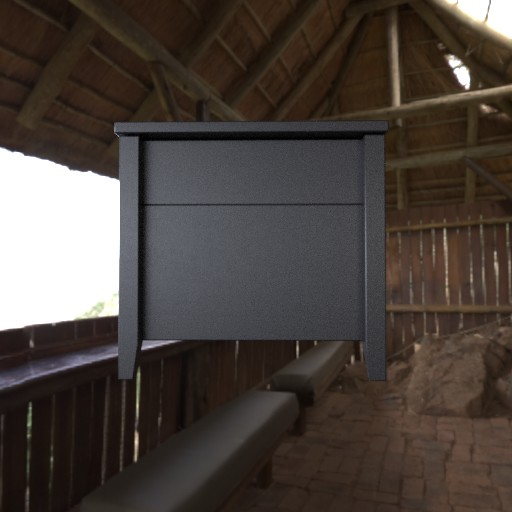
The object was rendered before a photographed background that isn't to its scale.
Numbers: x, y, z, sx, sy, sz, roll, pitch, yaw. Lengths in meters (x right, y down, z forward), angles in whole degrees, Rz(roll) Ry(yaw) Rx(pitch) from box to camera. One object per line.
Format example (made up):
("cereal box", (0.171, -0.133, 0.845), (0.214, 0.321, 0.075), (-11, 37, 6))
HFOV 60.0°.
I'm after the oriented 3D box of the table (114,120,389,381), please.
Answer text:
("table", (0.000, 0.000, 1.282), (0.483, 0.457, 1.016), (0, -1, 1))
